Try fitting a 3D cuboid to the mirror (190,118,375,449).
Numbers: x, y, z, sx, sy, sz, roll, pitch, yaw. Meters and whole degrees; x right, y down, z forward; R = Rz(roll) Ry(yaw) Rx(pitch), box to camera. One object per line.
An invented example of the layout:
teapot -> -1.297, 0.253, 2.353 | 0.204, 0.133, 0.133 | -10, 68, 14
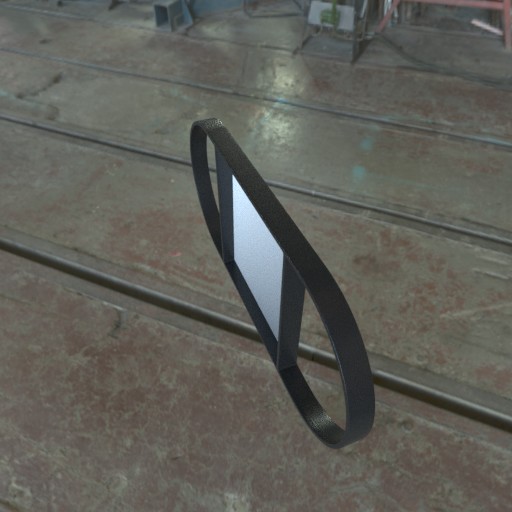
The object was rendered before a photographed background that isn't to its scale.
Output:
mirror -> 0.000, 0.000, 0.665 | 0.032, 0.254, 0.584 | -16, 47, -16
